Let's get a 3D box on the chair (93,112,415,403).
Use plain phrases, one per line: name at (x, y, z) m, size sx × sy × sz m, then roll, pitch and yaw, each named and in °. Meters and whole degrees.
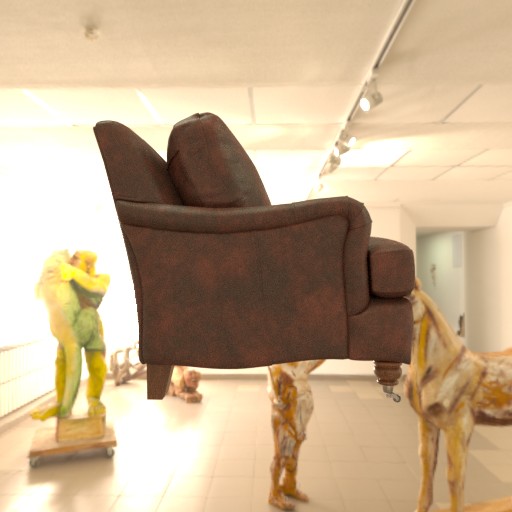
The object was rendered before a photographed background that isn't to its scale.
chair at (0.000, 0.000, 1.982) m, size 1.156 × 1.051 × 0.987 m, roll 0°, pitch -2°, yaw 1°
